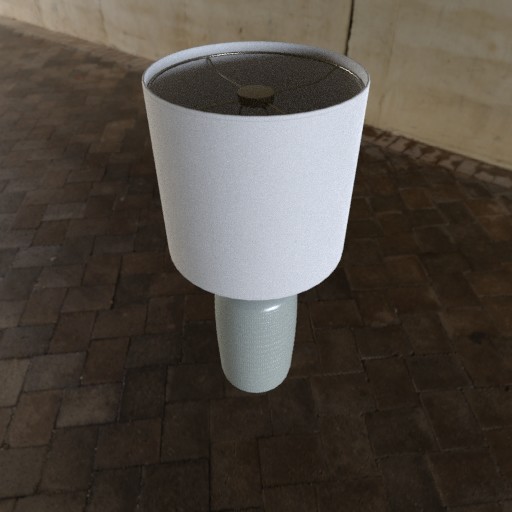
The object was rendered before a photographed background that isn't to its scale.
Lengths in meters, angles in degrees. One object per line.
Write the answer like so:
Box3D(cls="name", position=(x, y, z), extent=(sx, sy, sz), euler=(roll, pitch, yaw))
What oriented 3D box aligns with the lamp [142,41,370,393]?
Box3D(cls="lamp", position=(0.000, 0.000, 0.589), extent=(0.220, 0.475, 0.220), euler=(-12, 42, -14))
